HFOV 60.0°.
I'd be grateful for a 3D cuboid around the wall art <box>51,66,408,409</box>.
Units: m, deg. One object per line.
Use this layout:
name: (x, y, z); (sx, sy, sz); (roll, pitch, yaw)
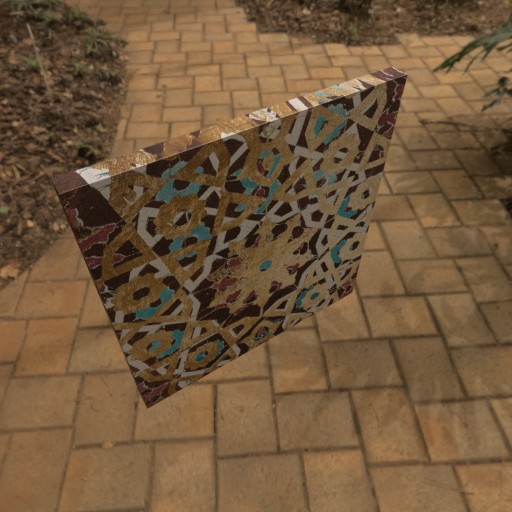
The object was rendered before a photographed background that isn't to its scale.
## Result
wall art: (0.000, 0.000, 0.898); (0.609, 0.613, 0.041); (-25, 52, -22)
